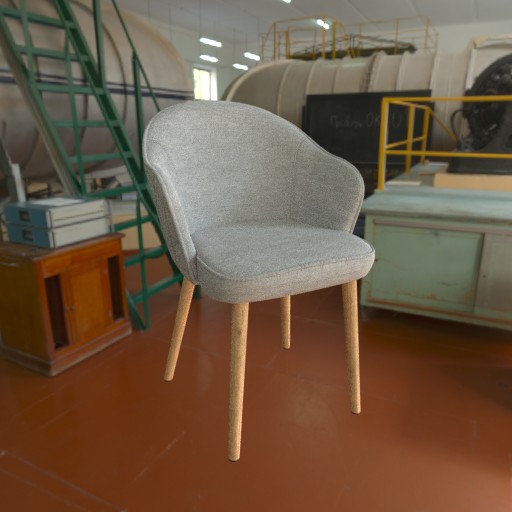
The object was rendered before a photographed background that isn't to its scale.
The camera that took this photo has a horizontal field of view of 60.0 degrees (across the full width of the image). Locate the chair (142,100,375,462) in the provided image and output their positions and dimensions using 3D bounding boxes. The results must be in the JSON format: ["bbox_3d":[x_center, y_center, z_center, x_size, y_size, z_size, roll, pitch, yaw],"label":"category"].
[{"bbox_3d":[0.000,0.000,1.172,0.540,0.800,0.530,-9,18,-27],"label":"chair"}]
